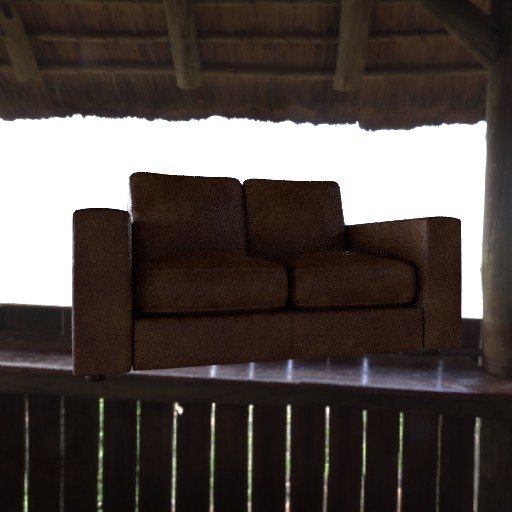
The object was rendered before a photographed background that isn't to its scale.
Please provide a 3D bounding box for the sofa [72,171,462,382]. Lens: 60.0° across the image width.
[{"bbox_3d":[0.000,0.000,2.229,1.626,0.889,1.041,0,1,-16],"label":"sofa"}]
